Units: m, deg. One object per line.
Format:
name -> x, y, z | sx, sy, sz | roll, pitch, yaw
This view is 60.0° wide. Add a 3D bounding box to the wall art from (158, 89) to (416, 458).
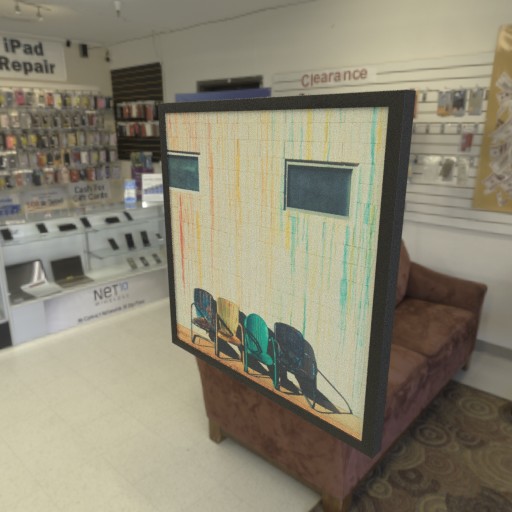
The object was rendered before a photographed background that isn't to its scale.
wall art -> 0.000, 0.000, 1.137 | 0.039, 0.763, 0.763 | -16, 23, -43
